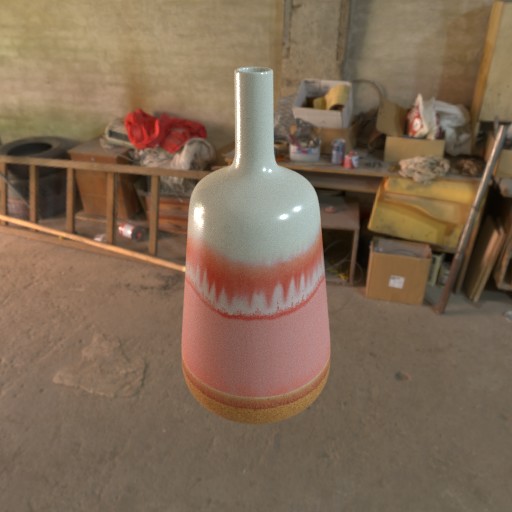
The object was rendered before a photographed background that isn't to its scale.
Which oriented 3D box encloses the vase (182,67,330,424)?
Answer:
[{"bbox_3d":[0.000,0.000,0.378,0.144,0.296,0.144,0,31,0],"label":"vase"}]
